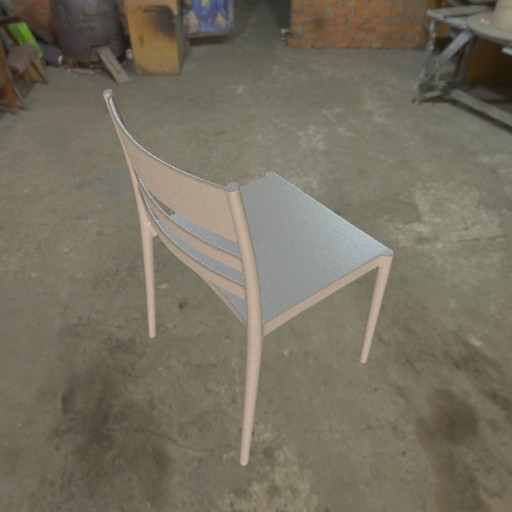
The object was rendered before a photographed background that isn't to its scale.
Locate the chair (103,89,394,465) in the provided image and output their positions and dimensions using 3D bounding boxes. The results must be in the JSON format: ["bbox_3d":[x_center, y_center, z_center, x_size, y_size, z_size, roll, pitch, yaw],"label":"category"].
[{"bbox_3d":[0.000,0.000,1.125,0.511,0.800,0.531,-26,48,-27],"label":"chair"}]
